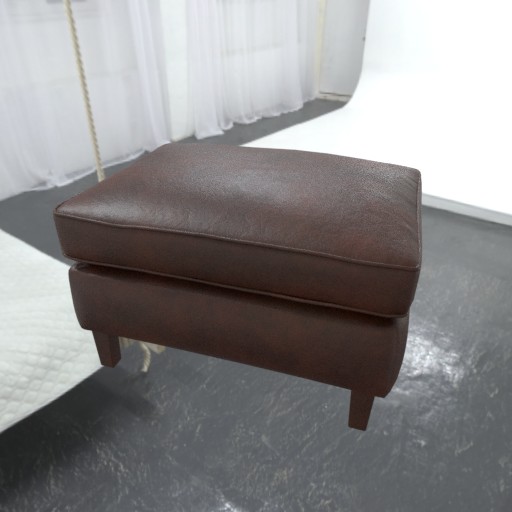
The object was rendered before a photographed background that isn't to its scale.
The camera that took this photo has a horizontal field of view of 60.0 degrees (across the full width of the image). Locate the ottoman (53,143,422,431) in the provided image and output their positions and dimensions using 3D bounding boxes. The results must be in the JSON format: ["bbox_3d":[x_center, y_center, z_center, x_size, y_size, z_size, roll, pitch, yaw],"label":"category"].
[{"bbox_3d":[0.000,0.000,0.991,0.665,0.432,0.501,9,32,15],"label":"ottoman"}]
